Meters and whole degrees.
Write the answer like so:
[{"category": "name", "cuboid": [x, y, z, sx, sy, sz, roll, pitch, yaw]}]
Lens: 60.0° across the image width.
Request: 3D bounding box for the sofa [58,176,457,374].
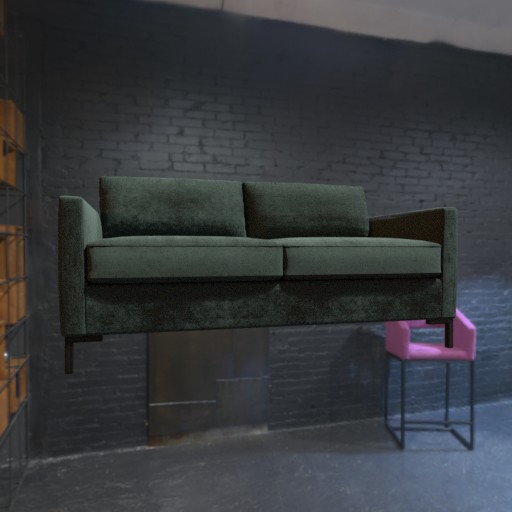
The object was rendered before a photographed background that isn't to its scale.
[{"category": "sofa", "cuboid": [0.000, 0.000, 2.151, 1.676, 0.817, 0.875, 0, 1, -15]}]
